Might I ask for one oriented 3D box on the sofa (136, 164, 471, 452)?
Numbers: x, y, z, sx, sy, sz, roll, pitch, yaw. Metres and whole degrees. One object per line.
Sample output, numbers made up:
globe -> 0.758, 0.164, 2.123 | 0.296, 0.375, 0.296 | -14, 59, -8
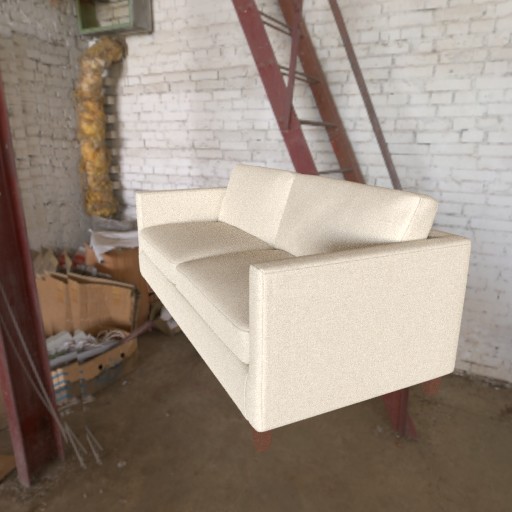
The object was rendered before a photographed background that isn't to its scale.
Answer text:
sofa -> 0.000, 0.000, 2.442 | 0.965, 0.889, 1.981 | -7, 17, -24
